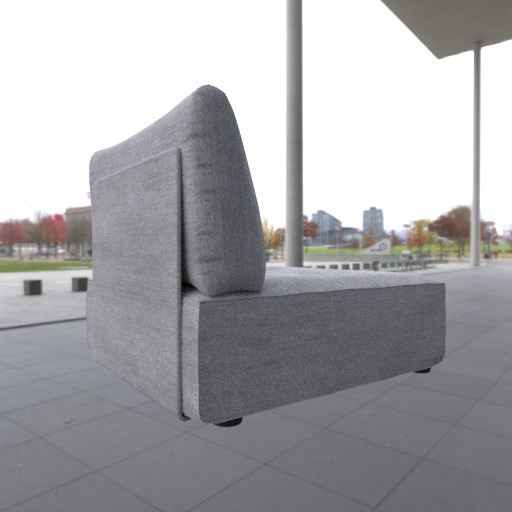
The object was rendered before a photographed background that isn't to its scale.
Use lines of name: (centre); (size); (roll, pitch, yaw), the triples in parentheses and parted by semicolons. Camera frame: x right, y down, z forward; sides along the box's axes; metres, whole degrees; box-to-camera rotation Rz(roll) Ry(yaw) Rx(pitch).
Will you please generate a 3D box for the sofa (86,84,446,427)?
sofa: (0.000, 0.000, 1.658); (1.000, 0.820, 0.930); (-1, 1, -36)
